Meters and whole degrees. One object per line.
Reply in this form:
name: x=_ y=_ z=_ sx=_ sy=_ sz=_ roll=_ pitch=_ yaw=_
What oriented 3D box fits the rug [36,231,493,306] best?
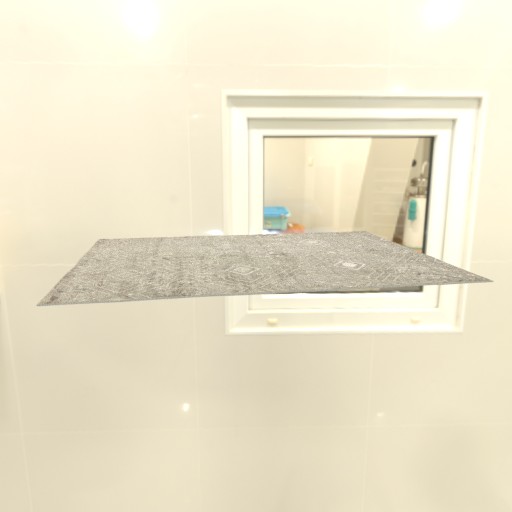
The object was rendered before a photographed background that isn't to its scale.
rug: x=0.000 y=0.000 z=4.355 sx=3.359 sy=0.020 sz=2.448 roll=-2 pitch=13 yaw=-10
